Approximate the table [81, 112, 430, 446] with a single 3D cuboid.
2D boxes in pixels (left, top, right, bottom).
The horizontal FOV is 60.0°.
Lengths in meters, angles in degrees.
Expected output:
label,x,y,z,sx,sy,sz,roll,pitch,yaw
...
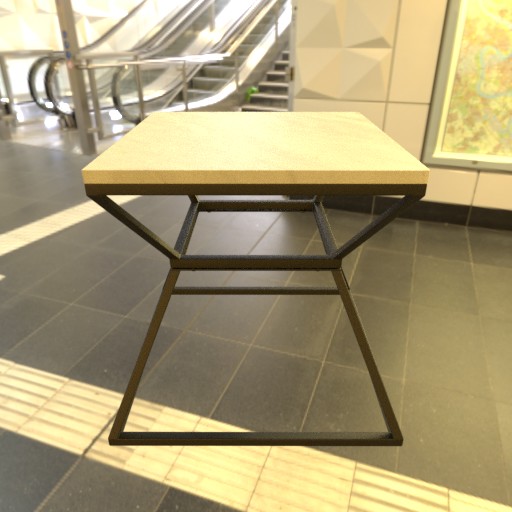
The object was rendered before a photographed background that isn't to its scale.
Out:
label,x,y,z,sx,sy,sz,roll,pitch,yaw
table,0.000,0.000,0.791,0.455,0.431,0.455,0,27,0
